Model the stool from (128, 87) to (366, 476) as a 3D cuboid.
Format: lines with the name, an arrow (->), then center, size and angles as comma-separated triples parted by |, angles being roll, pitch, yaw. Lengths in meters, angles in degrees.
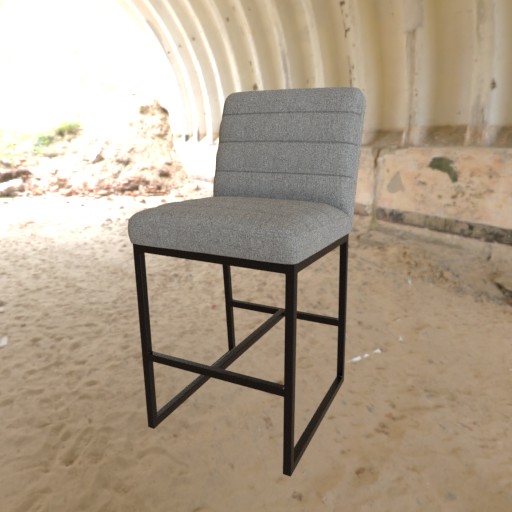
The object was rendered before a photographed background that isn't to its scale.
stool -> 0.000, 0.000, 1.270 | 0.460, 0.940, 0.560 | 7, 17, 25
